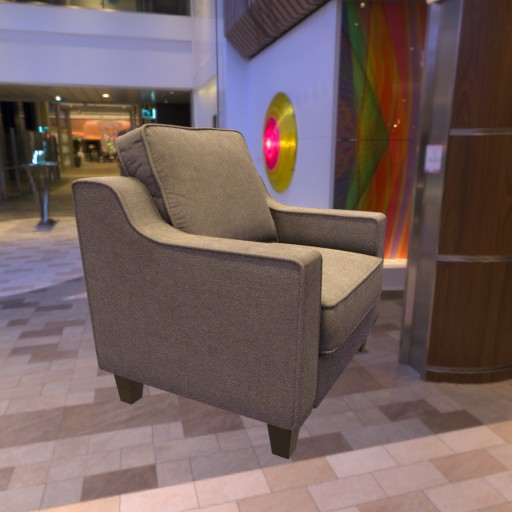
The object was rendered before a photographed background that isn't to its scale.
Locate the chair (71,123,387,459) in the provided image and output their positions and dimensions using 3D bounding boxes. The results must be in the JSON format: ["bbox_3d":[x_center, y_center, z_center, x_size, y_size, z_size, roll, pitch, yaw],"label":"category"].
[{"bbox_3d":[0.000,0.000,1.663,0.840,0.944,0.926,7,15,27],"label":"chair"}]
